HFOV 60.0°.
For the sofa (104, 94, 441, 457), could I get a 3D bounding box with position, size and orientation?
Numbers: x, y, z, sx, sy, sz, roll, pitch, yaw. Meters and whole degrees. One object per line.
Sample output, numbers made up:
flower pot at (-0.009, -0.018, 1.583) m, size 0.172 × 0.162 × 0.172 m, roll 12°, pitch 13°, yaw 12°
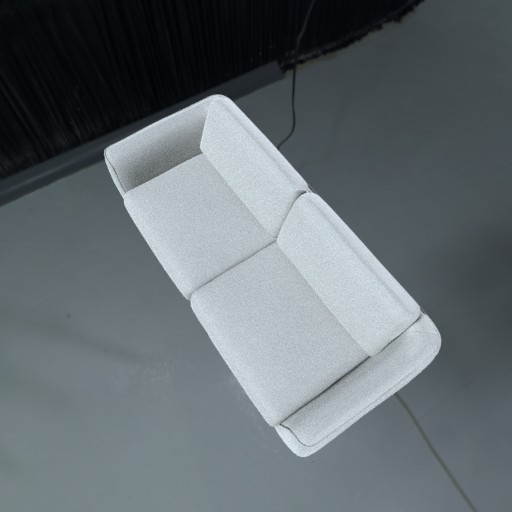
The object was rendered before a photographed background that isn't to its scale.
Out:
sofa at (0.000, 0.000, 2.495) m, size 0.920 × 0.850 × 2.000 m, roll -31°, pitch 67°, yaw -15°
